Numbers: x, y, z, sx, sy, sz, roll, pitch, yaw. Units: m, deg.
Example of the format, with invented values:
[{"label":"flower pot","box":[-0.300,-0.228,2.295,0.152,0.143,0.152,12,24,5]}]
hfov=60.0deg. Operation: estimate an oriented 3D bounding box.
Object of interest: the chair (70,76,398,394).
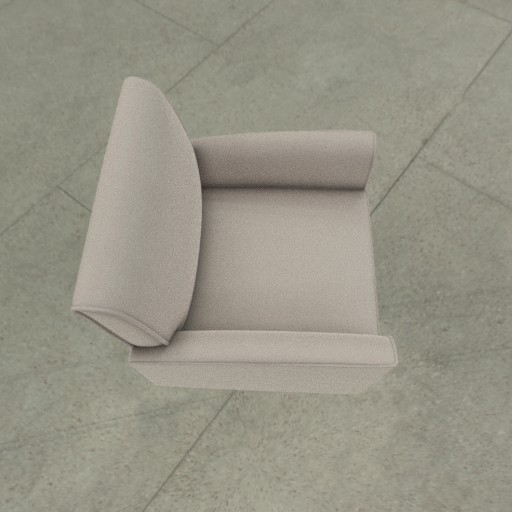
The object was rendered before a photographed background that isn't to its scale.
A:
[{"label":"chair","box":[0.000,0.000,1.535,0.820,0.915,0.820,2,64,1]}]
